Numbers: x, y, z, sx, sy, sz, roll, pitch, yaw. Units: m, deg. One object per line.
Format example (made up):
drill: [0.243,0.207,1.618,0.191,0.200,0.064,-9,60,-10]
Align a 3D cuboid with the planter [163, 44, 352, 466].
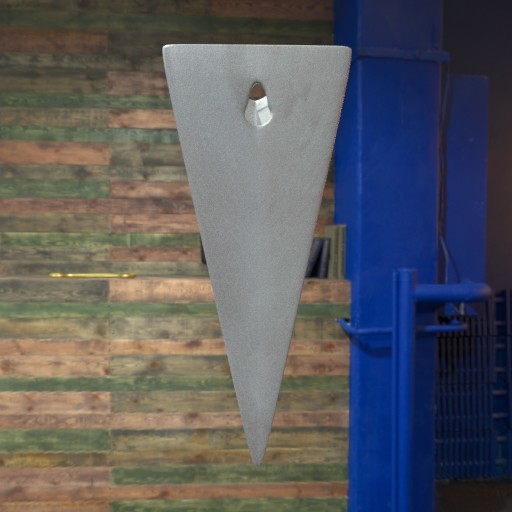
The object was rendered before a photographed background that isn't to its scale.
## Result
planter: [0.000,0.000,0.159,0.058,0.130,0.047,0,1,-1]
